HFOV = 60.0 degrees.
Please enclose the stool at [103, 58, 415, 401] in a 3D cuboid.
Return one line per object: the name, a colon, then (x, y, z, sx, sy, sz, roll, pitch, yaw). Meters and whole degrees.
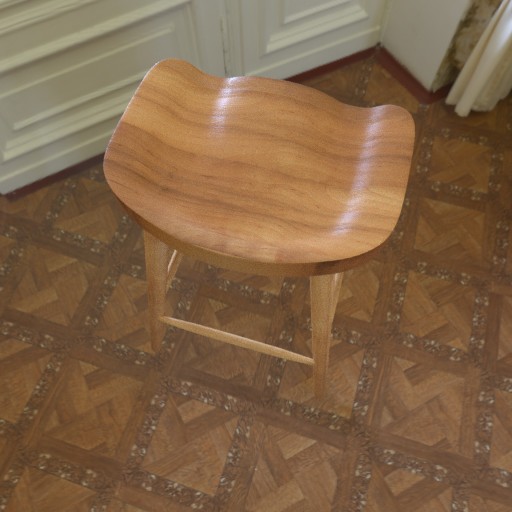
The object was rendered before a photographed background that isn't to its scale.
stool: (0.000, 0.000, 0.866, 0.440, 0.615, 0.361, 15, 65, 7)
